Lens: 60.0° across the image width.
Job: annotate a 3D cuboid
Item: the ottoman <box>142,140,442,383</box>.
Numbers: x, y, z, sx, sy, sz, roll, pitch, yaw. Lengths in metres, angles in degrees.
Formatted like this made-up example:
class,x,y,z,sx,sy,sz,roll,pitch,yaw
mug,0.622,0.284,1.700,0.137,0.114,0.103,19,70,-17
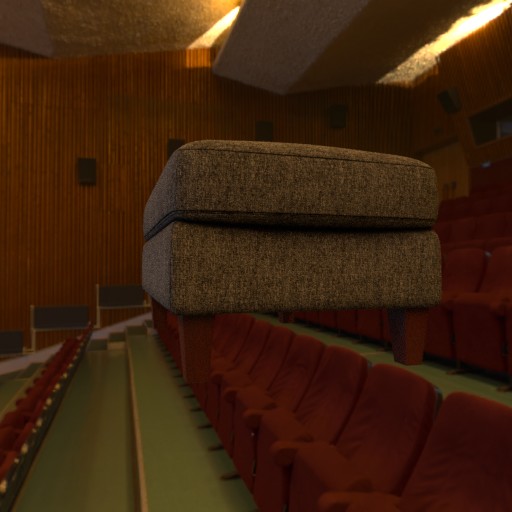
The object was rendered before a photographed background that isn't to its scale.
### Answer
class,x,y,z,sx,sy,sz,roll,pitch,yaw
ottoman,0.000,0.000,1.253,0.584,0.483,0.864,0,-1,-18
